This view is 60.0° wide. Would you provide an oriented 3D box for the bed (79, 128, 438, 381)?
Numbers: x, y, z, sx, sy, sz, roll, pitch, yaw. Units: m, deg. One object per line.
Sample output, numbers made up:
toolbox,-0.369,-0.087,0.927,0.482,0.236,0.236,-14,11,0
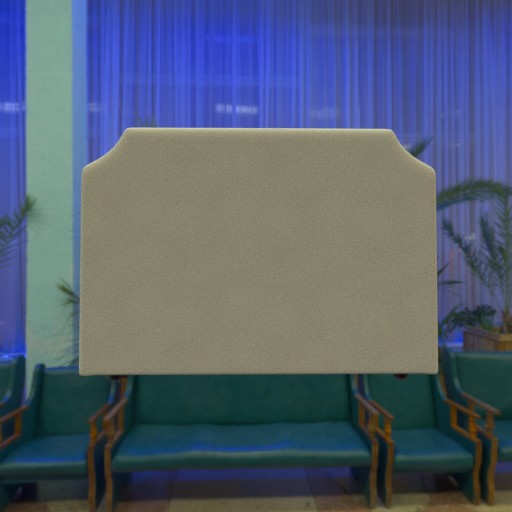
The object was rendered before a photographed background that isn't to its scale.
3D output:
bed,0.000,0.000,3.330,1.827,1.296,2.209,0,0,-1
